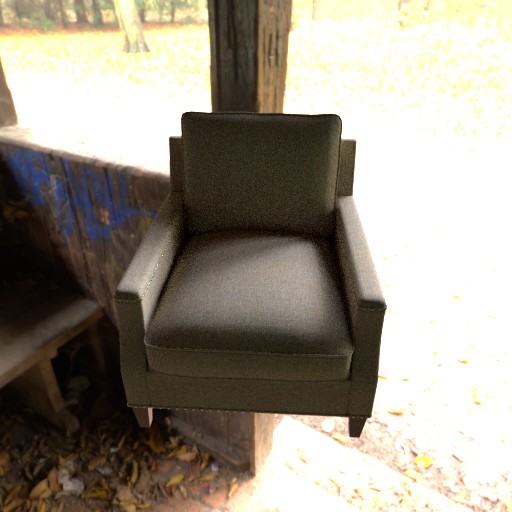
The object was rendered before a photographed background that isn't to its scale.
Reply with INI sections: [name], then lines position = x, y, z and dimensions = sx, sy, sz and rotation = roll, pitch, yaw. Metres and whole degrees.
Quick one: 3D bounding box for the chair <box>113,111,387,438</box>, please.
[chair]
position = 0.000, 0.000, 1.755
dimensions = 0.853, 0.943, 1.014
rotation = 2, 31, 3
